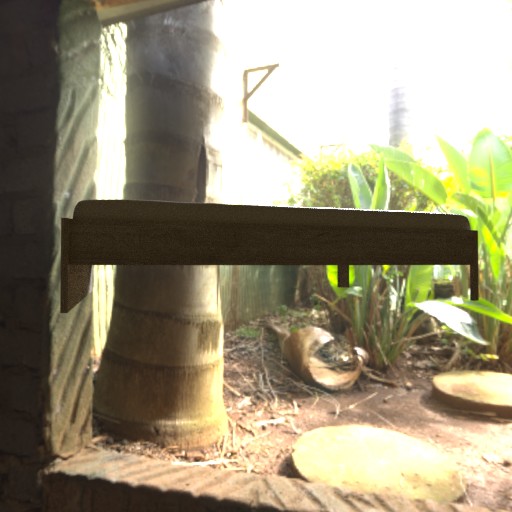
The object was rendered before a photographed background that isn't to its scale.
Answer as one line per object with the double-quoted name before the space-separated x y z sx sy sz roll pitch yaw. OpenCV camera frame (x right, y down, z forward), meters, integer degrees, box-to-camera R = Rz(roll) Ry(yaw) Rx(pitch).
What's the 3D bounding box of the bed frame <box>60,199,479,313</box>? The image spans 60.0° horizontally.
"bed frame" 0.000 0.000 2.621 1.950 0.462 1.490 0 -1 -17
